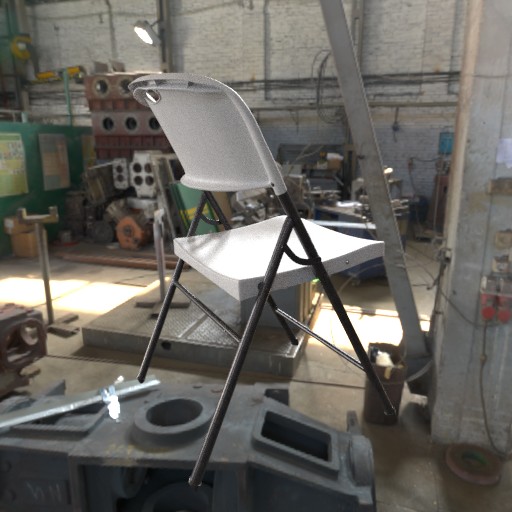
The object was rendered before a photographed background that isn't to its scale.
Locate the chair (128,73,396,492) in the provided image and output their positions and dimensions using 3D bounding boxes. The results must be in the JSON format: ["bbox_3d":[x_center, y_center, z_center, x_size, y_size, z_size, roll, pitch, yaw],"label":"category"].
[{"bbox_3d":[0.000,0.000,1.120,0.566,0.810,0.494,-8,17,-26],"label":"chair"}]
